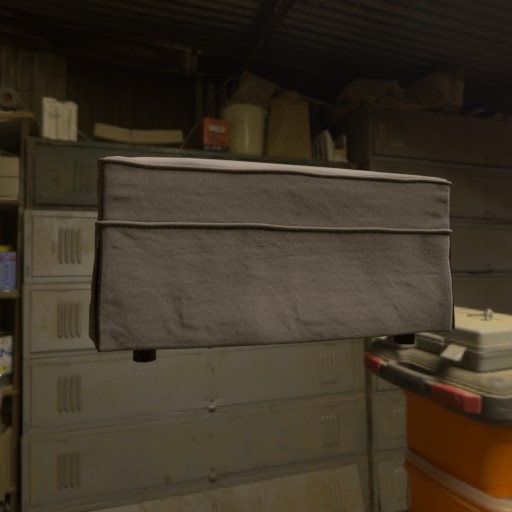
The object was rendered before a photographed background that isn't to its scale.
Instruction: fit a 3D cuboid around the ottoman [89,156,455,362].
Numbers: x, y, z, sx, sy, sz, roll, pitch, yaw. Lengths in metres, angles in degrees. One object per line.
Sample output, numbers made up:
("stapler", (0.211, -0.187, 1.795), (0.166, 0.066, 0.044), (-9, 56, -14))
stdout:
("ottoman", (0.000, 0.000, 1.345), (0.944, 0.479, 0.703), (0, -1, -18))
